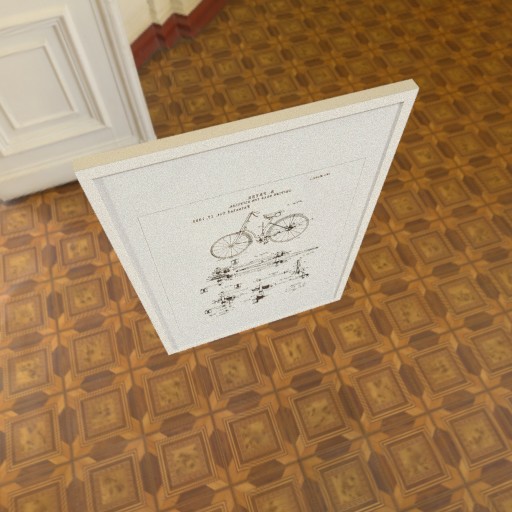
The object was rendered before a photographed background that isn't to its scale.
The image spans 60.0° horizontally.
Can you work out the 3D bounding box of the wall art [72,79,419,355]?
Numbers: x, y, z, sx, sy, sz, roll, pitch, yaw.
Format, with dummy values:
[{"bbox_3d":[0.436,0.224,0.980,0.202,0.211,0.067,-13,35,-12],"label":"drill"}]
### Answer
[{"bbox_3d":[0.000,0.000,0.611,0.332,0.477,0.015,-16,60,-10],"label":"wall art"}]
